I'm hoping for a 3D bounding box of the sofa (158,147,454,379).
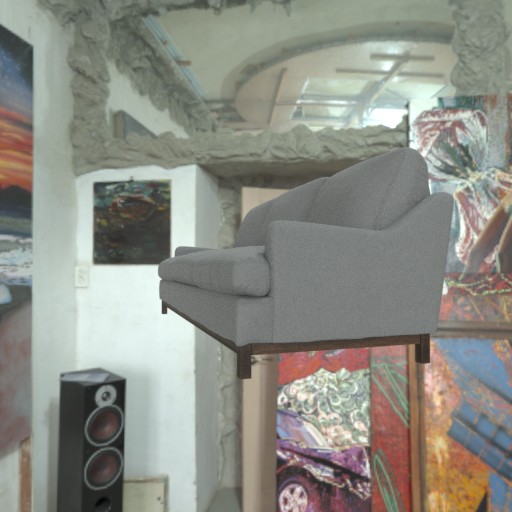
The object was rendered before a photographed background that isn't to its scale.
[{"bbox_3d":[0.000,0.000,2.792,0.987,0.926,2.344,0,-1,-19],"label":"sofa"}]
